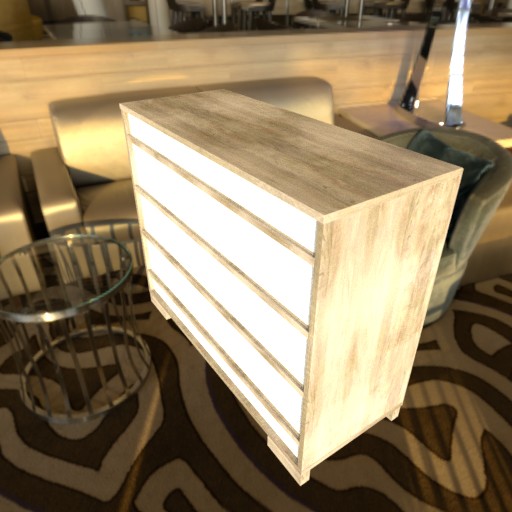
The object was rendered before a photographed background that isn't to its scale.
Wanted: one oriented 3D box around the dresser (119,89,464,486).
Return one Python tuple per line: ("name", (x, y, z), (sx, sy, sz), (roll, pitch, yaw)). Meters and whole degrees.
("dresser", (0.000, 0.000, 1.421), (0.404, 0.816, 0.994), (-20, 37, -29))
